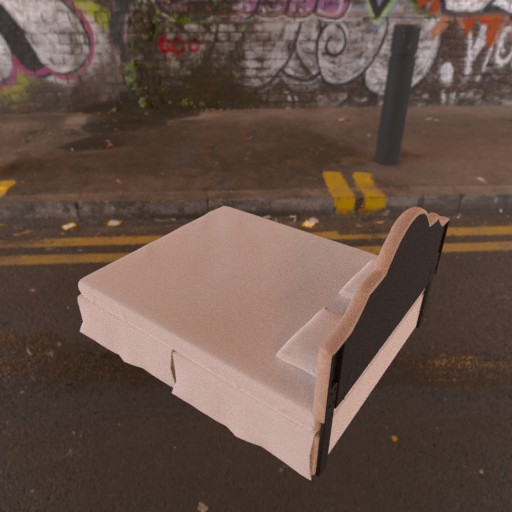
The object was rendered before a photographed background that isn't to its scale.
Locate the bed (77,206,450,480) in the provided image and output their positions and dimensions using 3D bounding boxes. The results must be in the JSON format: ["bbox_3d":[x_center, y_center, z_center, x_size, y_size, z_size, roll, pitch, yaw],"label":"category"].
[{"bbox_3d":[0.000,0.000,2.965,1.970,1.194,1.667,21,37,31],"label":"bed"}]
